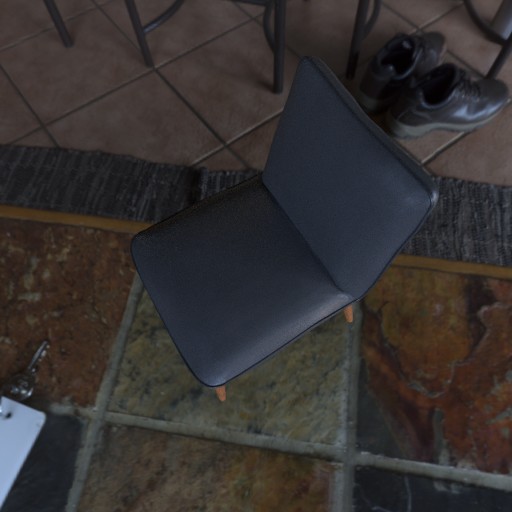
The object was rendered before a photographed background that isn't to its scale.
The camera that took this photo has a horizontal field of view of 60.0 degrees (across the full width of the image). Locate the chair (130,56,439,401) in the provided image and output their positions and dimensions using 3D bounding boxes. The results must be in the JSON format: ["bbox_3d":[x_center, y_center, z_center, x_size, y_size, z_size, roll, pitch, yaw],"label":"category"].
[{"bbox_3d":[0.000,0.000,1.255,0.645,0.801,0.543,-32,68,-15],"label":"chair"}]
